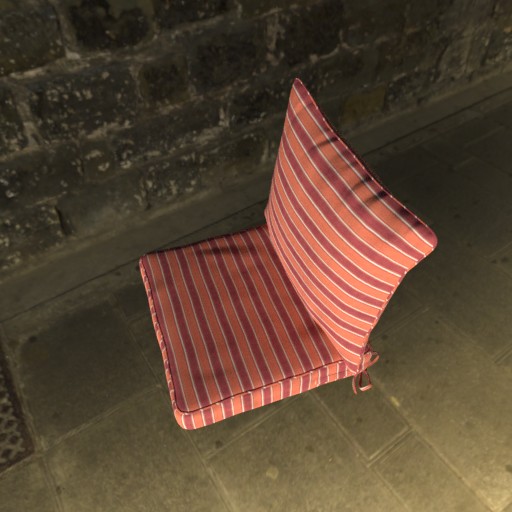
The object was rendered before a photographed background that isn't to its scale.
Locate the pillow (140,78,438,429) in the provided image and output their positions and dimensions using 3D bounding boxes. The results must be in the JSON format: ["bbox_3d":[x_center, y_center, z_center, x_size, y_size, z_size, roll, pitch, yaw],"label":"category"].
[{"bbox_3d":[0.000,0.000,1.406,0.733,0.723,0.799,-15,50,-13],"label":"pillow"}]
